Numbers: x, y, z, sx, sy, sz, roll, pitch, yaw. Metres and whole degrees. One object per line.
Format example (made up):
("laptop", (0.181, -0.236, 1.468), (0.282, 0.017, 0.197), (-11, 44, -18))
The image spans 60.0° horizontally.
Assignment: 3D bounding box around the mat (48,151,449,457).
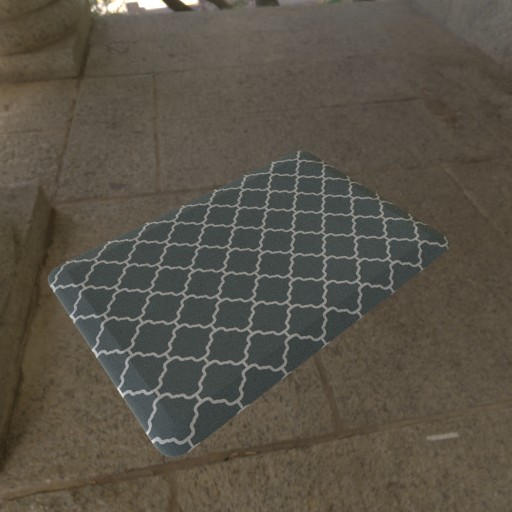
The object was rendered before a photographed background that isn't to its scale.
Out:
("mat", (0.000, 0.000, 0.971), (0.762, 0.021, 0.508), (-31, 53, -26))
